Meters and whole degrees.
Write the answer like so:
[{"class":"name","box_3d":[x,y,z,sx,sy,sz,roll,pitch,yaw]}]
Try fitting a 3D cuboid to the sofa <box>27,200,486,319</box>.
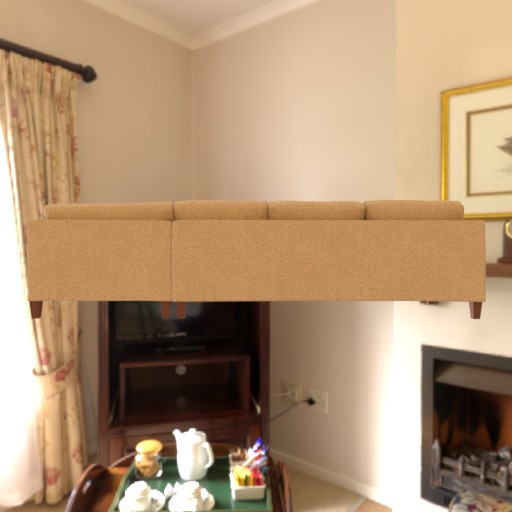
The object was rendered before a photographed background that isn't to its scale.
[{"class":"sofa","box_3d":[0.000,0.000,3.858,3.186,0.846,1.625,0,1,0]}]
